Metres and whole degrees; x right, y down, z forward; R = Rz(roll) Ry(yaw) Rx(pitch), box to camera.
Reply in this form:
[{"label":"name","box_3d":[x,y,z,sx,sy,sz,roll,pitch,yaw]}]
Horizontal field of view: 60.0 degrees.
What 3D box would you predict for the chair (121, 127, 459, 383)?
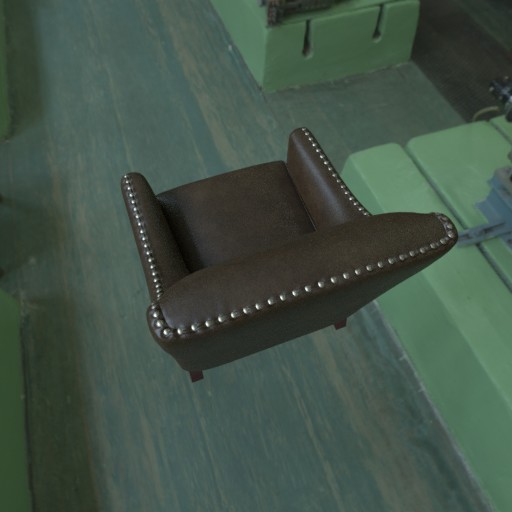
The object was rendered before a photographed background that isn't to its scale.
[{"label":"chair","box_3d":[0.000,0.000,1.310,0.639,0.813,0.704,-18,59,-11]}]
